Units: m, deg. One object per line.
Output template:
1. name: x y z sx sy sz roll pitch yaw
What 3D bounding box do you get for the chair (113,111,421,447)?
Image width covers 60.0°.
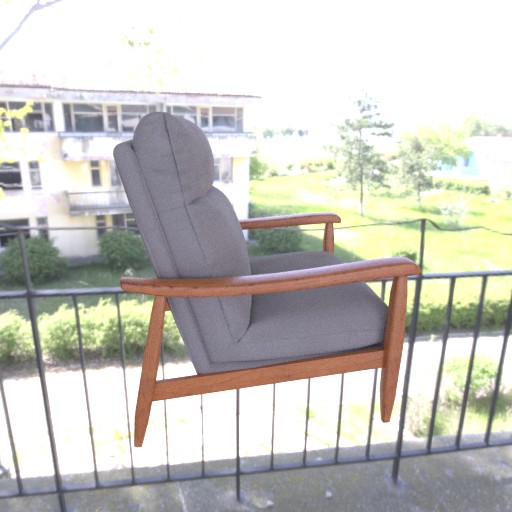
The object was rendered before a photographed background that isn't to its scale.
1. chair: 0.000 0.000 1.511 0.816 0.922 0.782 -2 17 -8
